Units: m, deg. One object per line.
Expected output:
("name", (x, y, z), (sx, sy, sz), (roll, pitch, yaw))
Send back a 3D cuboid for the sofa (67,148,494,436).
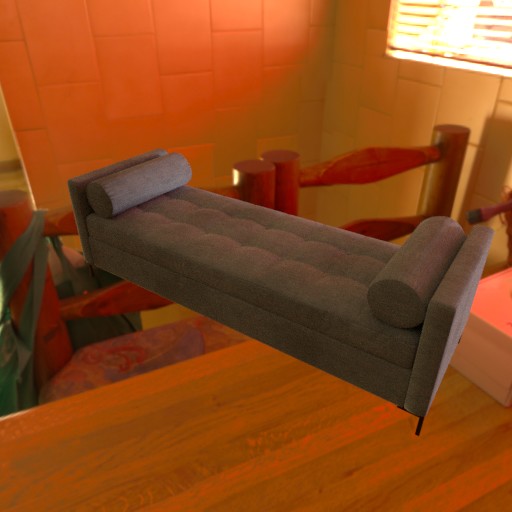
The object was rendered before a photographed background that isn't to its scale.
("sofa", (0.000, 0.000, 2.254), (1.981, 0.635, 0.686), (19, 36, 29))
